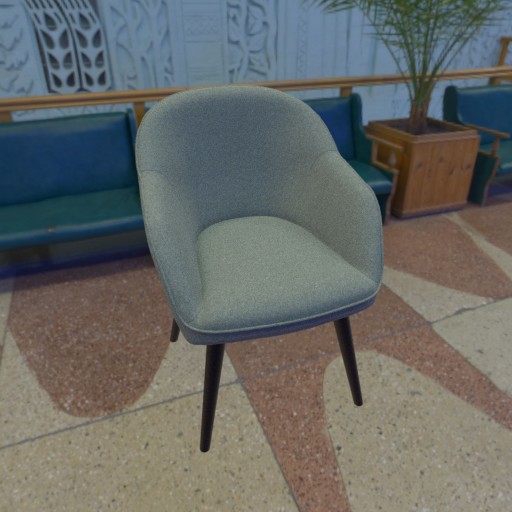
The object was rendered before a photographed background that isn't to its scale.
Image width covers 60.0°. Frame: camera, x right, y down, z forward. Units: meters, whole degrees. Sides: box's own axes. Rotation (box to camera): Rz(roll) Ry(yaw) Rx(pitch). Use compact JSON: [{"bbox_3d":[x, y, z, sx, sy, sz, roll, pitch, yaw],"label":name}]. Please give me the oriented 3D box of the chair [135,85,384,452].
[{"bbox_3d":[0.000,0.000,1.237,0.589,0.810,0.611,-10,31,-17],"label":"chair"}]
